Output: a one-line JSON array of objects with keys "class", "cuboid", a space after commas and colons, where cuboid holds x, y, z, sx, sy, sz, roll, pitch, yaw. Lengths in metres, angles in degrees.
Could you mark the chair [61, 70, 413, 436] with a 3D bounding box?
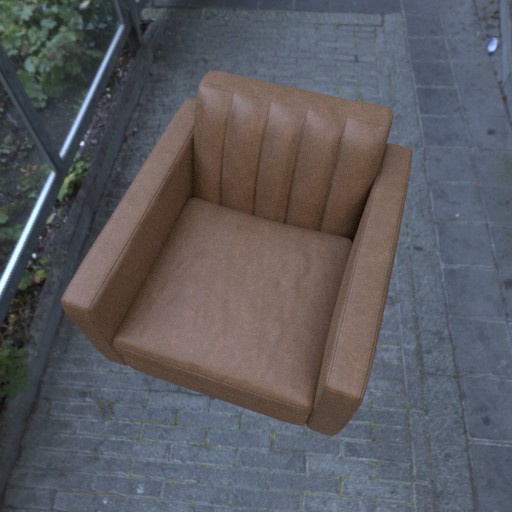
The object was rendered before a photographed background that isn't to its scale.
[{"class": "chair", "cuboid": [0.000, 0.000, 1.662, 0.953, 0.819, 0.998, 16, 60, 10]}]
